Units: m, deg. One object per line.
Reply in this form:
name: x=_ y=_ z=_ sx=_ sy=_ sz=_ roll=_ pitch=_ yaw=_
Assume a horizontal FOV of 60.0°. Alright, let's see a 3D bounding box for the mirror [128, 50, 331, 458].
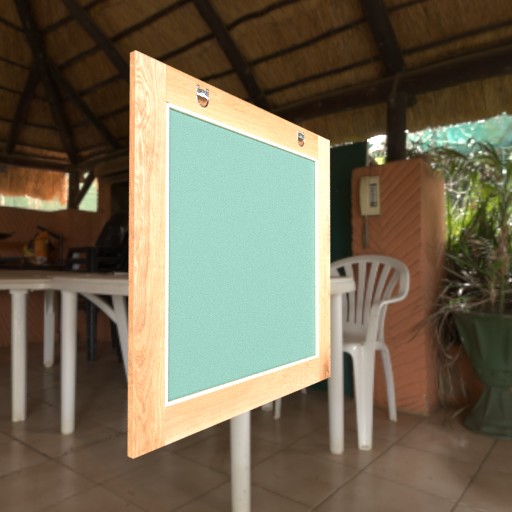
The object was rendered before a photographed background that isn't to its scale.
mirror: x=0.000 y=0.000 z=1.189 sx=0.020 sy=0.800 sz=0.800 roll=-1 pitch=-2 yaw=38
